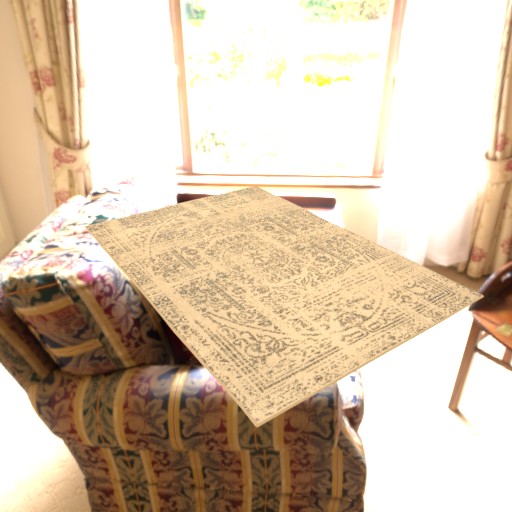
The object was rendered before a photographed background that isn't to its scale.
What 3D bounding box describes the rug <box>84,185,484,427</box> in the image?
[{"bbox_3d":[0.000,0.000,3.146,1.706,0.026,2.438,-19,34,-30],"label":"rug"}]
